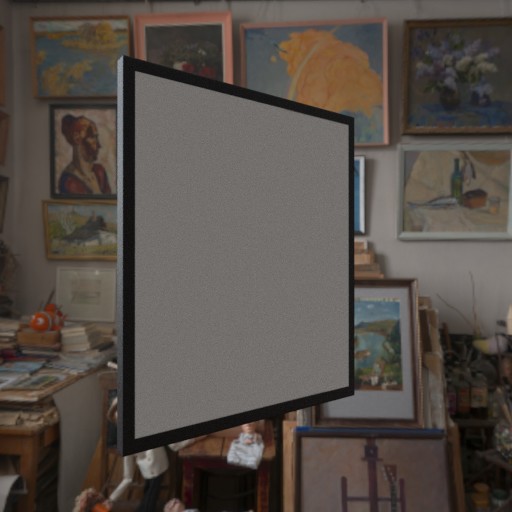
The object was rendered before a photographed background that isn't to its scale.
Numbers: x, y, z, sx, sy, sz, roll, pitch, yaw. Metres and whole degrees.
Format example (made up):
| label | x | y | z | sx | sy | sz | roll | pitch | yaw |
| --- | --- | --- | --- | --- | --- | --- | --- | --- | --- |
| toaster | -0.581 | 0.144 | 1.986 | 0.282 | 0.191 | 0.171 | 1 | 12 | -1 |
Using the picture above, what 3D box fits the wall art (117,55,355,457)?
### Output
| label | x | y | z | sx | sy | sz | roll | pitch | yaw |
| --- | --- | --- | --- | --- | --- | --- | --- | --- | --- |
| wall art | 0.000 | 0.000 | 0.695 | 0.430 | 0.509 | 0.021 | 0 | 0 | -36 |
